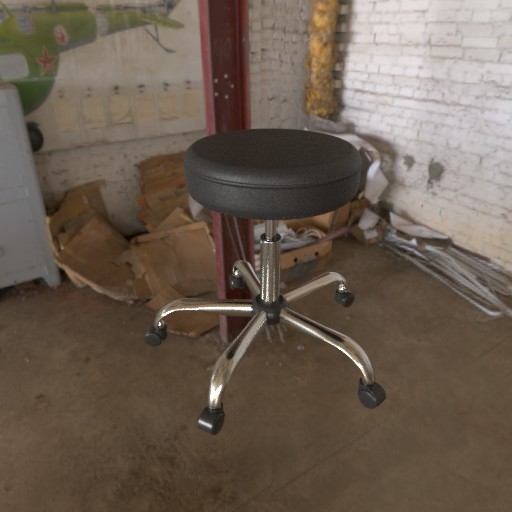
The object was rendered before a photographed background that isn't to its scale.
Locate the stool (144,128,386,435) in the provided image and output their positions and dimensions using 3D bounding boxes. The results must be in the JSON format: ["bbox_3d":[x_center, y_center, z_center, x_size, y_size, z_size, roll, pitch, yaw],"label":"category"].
[{"bbox_3d":[0.000,0.000,1.145,0.638,0.576,0.673,1,28,2],"label":"stool"}]
